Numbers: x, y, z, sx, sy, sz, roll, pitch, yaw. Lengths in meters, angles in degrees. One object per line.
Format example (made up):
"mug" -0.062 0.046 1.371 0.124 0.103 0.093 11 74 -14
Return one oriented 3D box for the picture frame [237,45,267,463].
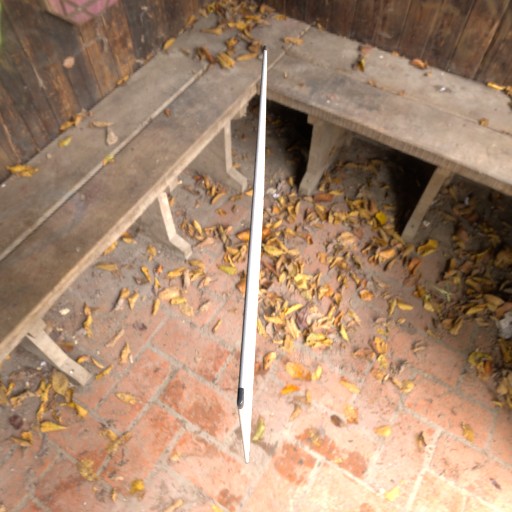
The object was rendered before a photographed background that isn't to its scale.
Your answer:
"picture frame" 0.000 0.000 1.140 0.010 0.600 0.900 3 57 2
